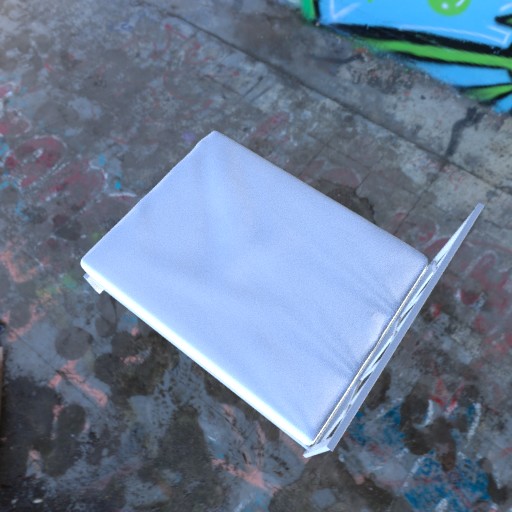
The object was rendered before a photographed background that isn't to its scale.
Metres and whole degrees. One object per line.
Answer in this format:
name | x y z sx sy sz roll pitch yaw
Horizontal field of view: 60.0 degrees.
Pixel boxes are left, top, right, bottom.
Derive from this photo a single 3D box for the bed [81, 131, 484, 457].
bed | 0.000 0.000 3.178 2.135 1.253 1.673 34 69 15
